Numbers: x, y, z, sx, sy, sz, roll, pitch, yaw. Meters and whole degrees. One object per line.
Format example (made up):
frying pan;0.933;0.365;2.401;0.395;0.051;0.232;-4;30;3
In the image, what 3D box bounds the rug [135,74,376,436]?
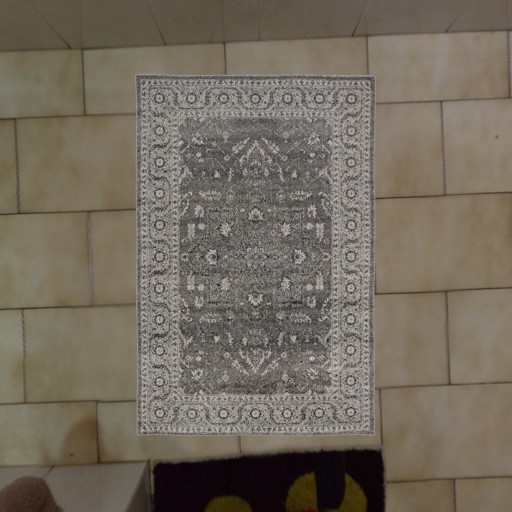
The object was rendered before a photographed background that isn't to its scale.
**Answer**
rug;0.000;0.000;2.239;1.209;0.019;1.828;0;91;0
